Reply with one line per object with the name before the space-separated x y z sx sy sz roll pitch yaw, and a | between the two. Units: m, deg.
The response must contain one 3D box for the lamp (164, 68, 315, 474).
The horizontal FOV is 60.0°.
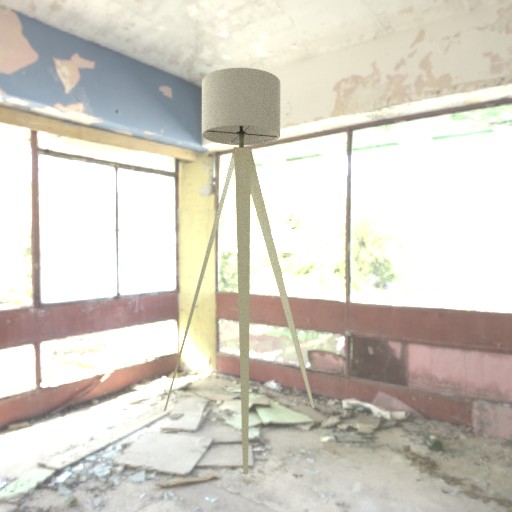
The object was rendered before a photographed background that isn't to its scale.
lamp | 0.000 0.000 1.936 0.724 1.524 0.716 0 1 -18
